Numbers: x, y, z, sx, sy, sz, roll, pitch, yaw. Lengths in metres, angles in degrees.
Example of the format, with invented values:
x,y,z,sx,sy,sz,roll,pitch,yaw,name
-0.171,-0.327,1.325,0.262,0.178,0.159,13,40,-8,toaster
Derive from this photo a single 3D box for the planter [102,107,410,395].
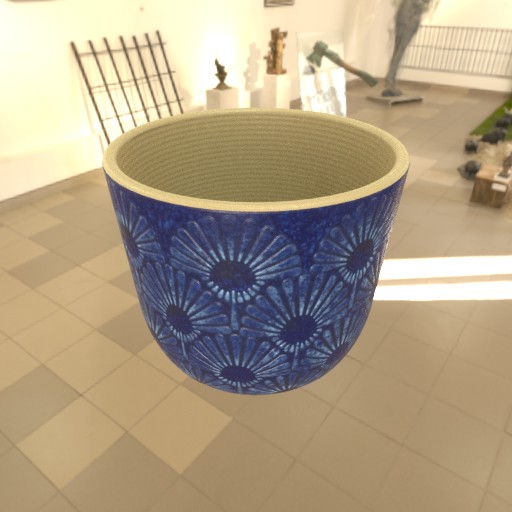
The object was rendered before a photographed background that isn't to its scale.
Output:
x,y,z,sx,sy,sz,roll,pitch,yaw,name
0.000,0.000,0.294,0.170,0.153,0.170,0,32,0,planter
